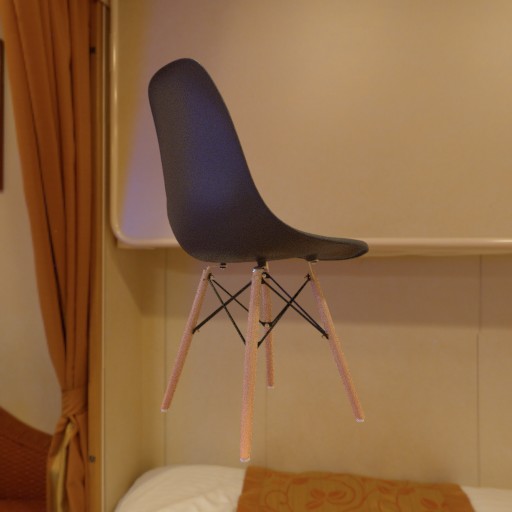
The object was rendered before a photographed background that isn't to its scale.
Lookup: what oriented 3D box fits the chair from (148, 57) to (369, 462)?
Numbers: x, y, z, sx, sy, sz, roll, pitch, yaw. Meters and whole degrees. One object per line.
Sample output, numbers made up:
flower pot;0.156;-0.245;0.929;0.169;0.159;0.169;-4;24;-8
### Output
chair;0.000;0.000;1.136;0.533;0.825;0.470;0;0;-37
